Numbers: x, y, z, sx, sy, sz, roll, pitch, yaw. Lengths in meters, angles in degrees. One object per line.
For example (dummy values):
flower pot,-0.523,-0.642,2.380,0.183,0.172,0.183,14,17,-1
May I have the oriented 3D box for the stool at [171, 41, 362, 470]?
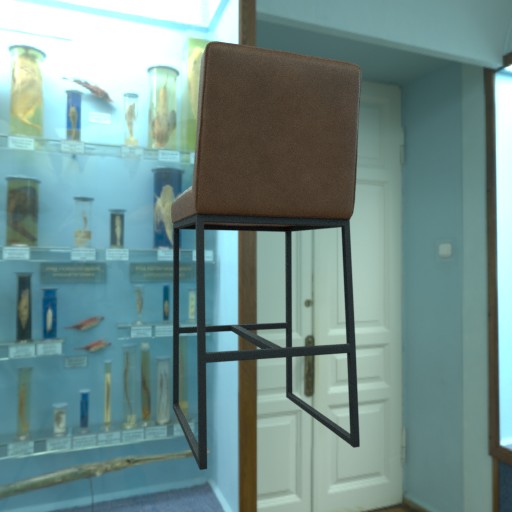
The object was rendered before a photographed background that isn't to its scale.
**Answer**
stool,0.000,0.000,1.364,0.458,1.040,0.556,0,-1,-18
